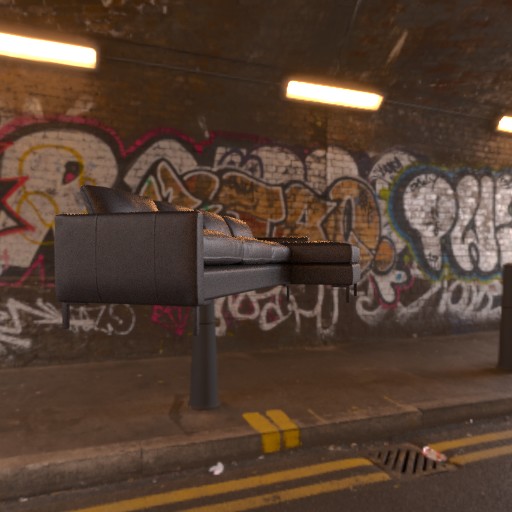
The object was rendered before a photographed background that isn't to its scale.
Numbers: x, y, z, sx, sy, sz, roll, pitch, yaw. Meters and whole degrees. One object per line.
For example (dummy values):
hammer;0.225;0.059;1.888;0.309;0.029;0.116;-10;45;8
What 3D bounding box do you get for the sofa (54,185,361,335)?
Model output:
sofa;0.000;0.000;3.704;1.471;0.859;2.993;0;0;18
